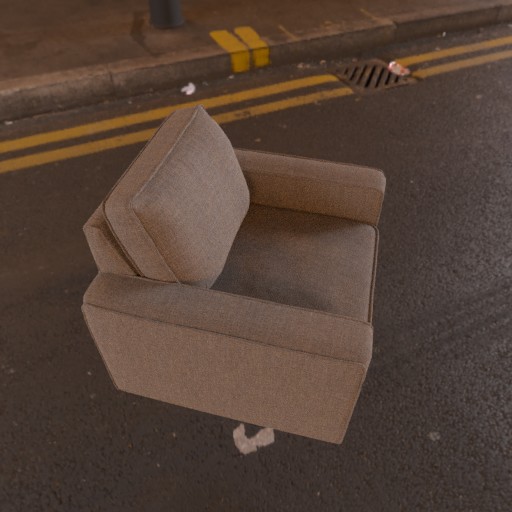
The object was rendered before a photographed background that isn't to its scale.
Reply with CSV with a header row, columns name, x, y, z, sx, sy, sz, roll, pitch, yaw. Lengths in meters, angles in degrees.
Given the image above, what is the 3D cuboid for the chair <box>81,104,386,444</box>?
name,x,y,z,sx,sy,sz,roll,pitch,yaw
chair,0.000,0.000,1.757,0.940,0.914,1.016,10,47,10
